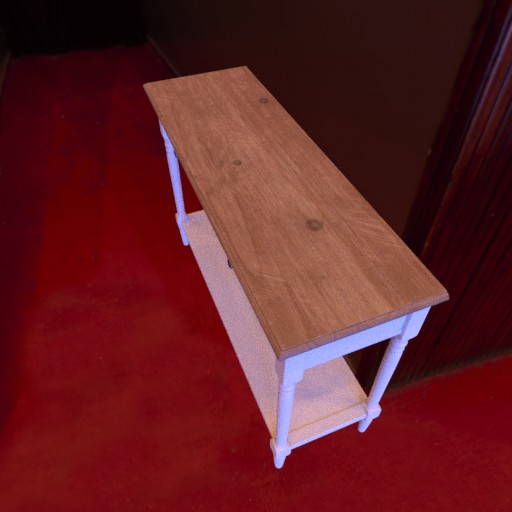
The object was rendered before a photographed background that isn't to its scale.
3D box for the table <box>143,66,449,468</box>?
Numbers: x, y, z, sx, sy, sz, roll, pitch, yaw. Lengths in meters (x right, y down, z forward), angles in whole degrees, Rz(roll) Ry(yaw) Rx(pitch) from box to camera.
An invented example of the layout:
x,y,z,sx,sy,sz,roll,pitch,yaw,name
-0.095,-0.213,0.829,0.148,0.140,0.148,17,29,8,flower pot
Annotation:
x,y,z,sx,sy,sz,roll,pitch,yaw,name
0.000,0.000,1.567,0.399,0.800,1.219,-16,49,-15,table
